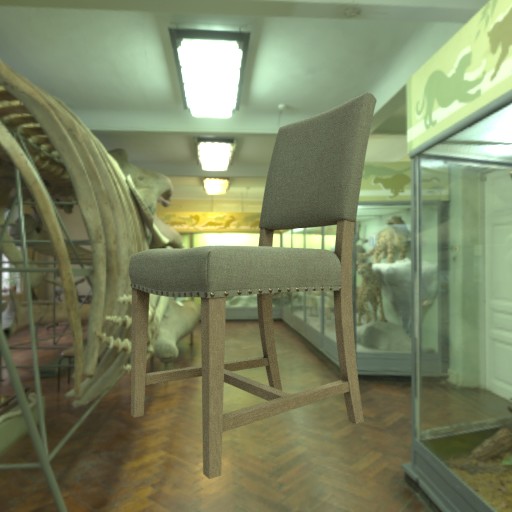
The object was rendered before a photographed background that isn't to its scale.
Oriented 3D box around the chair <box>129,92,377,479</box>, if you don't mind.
[{"bbox_3d":[0.000,0.000,1.350,0.622,0.986,0.508,1,-1,-35],"label":"chair"}]
